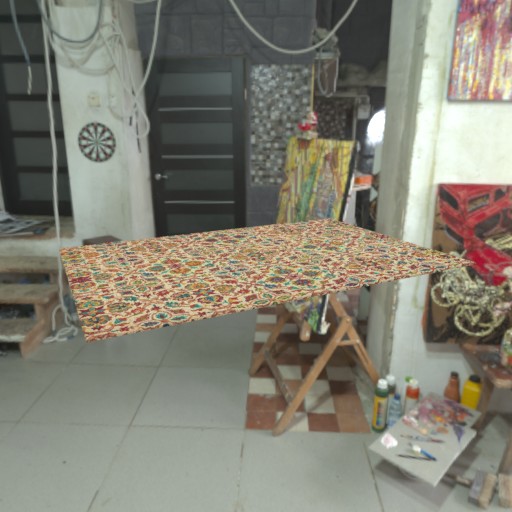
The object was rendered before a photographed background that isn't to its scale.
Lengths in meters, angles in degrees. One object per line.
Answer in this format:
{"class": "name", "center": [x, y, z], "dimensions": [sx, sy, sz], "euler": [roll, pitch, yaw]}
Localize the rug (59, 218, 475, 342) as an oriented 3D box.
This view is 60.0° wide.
{"class": "rug", "center": [0.000, 0.000, 2.336], "dimensions": [1.838, 0.013, 1.226], "euler": [-8, 18, -26]}
